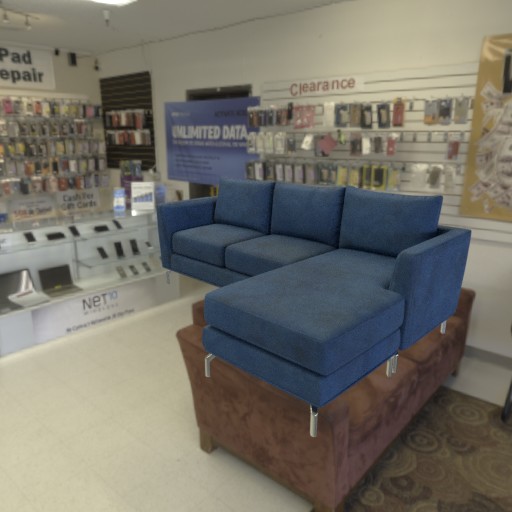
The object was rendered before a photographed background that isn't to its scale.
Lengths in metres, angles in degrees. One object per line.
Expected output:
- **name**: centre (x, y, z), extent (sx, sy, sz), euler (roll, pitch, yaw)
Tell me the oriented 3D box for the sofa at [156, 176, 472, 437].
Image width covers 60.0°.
- **sofa**: centre (0.000, 0.000, 3.254), extent (2.438, 0.987, 1.622), euler (14, 21, 42)
